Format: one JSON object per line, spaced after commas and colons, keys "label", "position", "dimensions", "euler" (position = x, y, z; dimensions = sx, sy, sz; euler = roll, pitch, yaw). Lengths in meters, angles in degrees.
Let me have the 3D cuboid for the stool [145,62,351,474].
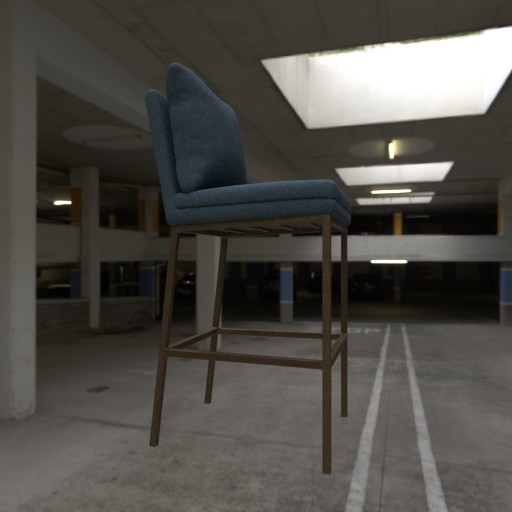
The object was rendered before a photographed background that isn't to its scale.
{"label": "stool", "position": [0.000, 0.000, 1.431], "dimensions": [0.568, 1.124, 0.463], "euler": [0, 0, 17]}
